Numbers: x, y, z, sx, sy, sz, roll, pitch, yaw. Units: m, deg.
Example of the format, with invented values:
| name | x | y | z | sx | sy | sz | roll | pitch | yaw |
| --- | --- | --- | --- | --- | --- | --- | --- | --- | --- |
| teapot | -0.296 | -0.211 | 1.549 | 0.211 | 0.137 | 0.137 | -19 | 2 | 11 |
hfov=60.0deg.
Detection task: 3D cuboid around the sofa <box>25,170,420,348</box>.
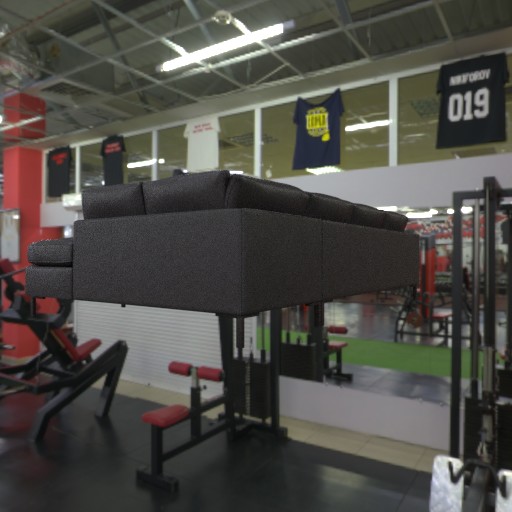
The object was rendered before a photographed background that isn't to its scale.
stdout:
| name | x | y | z | sx | sy | sz | roll | pitch | yaw |
| --- | --- | --- | --- | --- | --- | --- | --- | --- | --- |
| sofa | 0.000 | 0.000 | 3.805 | 1.938 | 0.877 | 2.984 | 0 | 0 | 35 |
